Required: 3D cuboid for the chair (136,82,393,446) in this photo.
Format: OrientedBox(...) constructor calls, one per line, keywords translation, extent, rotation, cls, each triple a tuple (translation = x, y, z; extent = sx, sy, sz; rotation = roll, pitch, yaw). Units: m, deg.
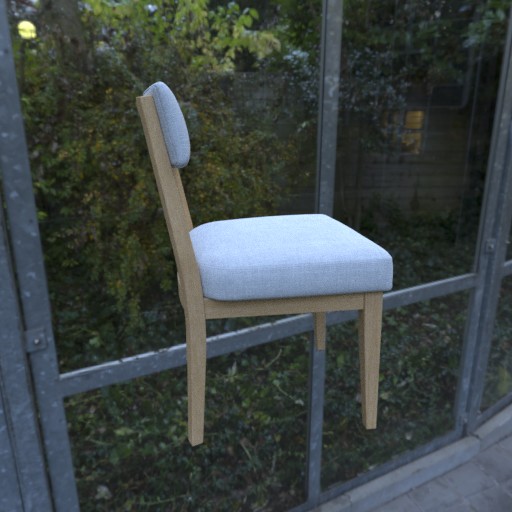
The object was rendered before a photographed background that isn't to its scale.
OrientedBox(translation=(0.000, 0.000, 1.200), extent=(0.572, 0.832, 0.508), rotation=(-3, 16, -9), cls="chair")
